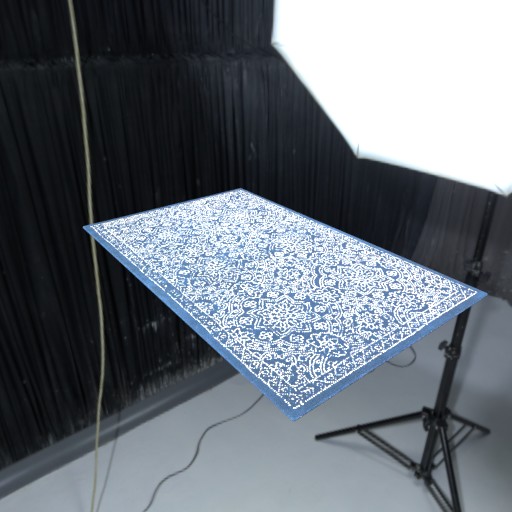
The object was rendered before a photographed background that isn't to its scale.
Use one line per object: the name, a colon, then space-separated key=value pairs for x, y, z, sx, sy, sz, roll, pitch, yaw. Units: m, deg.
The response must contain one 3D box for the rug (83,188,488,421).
rug: x=0.000 y=0.000 z=3.018 sx=1.526 sy=0.015 sz=2.441 roll=-20 pitch=33 yaw=-33
